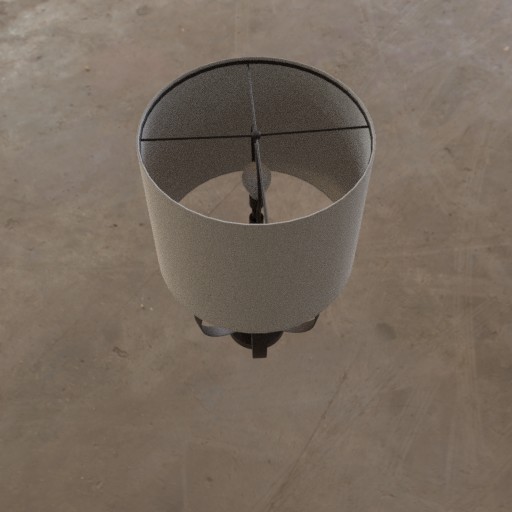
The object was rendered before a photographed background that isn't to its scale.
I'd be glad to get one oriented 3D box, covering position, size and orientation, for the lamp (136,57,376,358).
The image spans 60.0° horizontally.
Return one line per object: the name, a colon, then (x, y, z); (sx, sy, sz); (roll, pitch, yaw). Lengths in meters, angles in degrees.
lamp: (0.000, 0.000, 0.686); (0.286, 0.510, 0.286); (0, 58, 0)
